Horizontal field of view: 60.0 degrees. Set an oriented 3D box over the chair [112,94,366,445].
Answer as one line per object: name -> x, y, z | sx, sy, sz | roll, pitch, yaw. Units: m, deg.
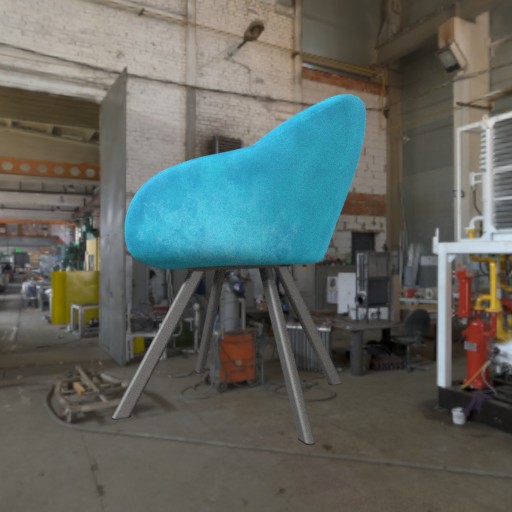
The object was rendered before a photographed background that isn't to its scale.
chair -> 0.000, 0.000, 1.223 | 0.590, 0.795, 0.550 | 0, 0, 18
